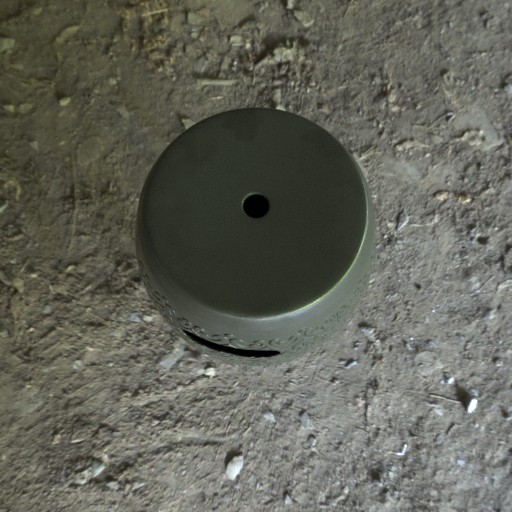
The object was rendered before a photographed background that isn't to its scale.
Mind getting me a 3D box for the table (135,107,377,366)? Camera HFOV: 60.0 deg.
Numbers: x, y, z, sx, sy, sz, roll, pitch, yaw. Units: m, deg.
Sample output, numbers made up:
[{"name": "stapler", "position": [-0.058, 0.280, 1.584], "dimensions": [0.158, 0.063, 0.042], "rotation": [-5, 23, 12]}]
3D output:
[{"name": "table", "position": [0.000, 0.000, 0.640], "dimensions": [0.309, 0.397, 0.309], "rotation": [0, 75, 0]}]
